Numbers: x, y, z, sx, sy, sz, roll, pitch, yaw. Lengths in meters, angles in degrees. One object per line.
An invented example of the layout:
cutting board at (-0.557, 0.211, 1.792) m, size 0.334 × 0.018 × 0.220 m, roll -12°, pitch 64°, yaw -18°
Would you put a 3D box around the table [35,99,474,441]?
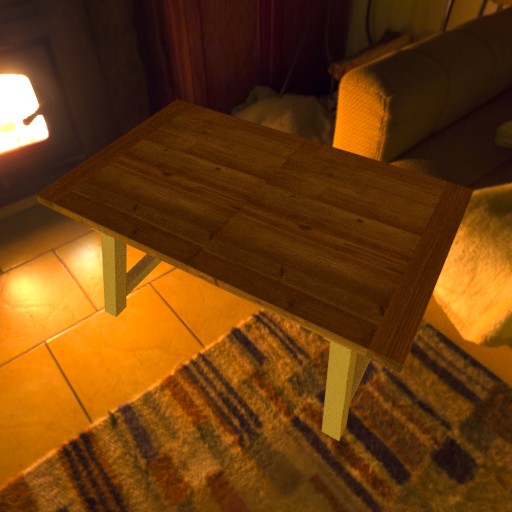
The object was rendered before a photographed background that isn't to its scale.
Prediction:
table at (0.000, 0.000, 2.050) m, size 1.503 × 0.743 × 0.922 m, roll 23°, pitch 51°, yaw 20°
